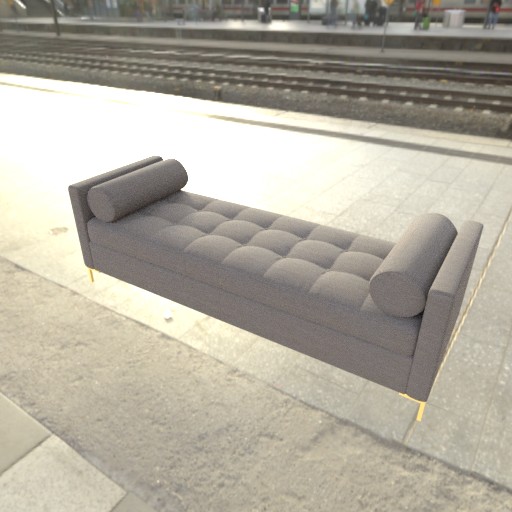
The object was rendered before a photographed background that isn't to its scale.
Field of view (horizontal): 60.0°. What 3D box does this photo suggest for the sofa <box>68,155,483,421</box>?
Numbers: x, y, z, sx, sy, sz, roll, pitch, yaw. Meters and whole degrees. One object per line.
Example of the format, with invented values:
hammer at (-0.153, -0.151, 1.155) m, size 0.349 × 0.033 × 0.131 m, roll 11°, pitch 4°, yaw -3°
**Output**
sofa at (0.000, 0.000, 2.326) m, size 1.981 × 0.635 × 0.686 m, roll 17°, pitch 34°, yaw 27°
